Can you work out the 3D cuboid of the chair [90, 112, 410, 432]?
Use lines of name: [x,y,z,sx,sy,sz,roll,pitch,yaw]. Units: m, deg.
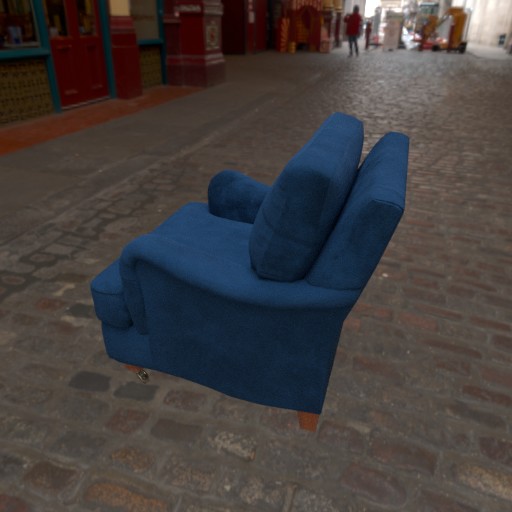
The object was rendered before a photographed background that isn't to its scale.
chair: [0.000,0.000,1.851,1.078,1.076,0.895,9,30,16]
